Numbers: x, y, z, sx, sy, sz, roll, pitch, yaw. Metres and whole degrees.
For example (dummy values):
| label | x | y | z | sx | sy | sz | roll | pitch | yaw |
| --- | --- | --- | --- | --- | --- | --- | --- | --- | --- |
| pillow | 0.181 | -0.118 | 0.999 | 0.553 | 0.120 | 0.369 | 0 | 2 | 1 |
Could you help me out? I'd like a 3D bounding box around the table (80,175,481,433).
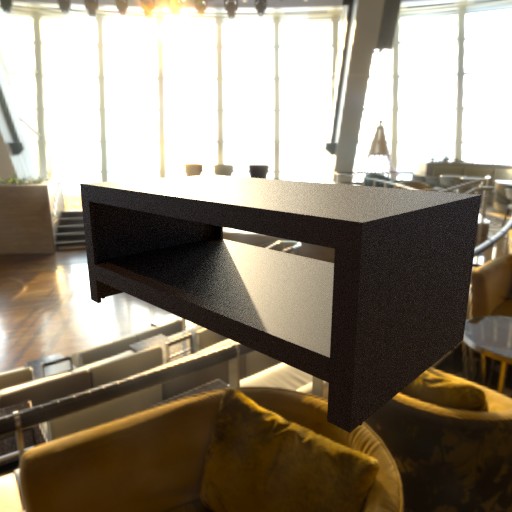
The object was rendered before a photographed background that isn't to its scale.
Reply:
| label | x | y | z | sx | sy | sz | roll | pitch | yaw |
| --- | --- | --- | --- | --- | --- | --- | --- | --- | --- |
| table | 0.000 | 0.000 | 1.400 | 1.099 | 0.424 | 0.597 | 14 | 20 | 43 |
